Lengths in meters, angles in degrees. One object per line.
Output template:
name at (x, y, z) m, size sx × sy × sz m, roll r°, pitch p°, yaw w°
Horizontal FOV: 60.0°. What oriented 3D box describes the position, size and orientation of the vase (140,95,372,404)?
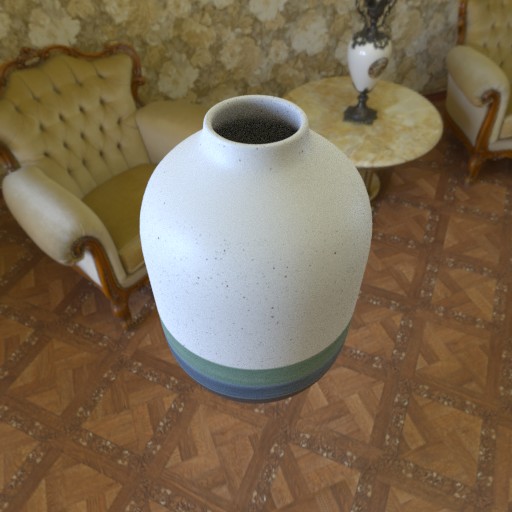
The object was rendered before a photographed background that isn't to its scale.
vase at (0.000, 0.000, 0.355) m, size 0.169 × 0.240 × 0.169 m, roll 0°, pitch 46°, yaw 0°
